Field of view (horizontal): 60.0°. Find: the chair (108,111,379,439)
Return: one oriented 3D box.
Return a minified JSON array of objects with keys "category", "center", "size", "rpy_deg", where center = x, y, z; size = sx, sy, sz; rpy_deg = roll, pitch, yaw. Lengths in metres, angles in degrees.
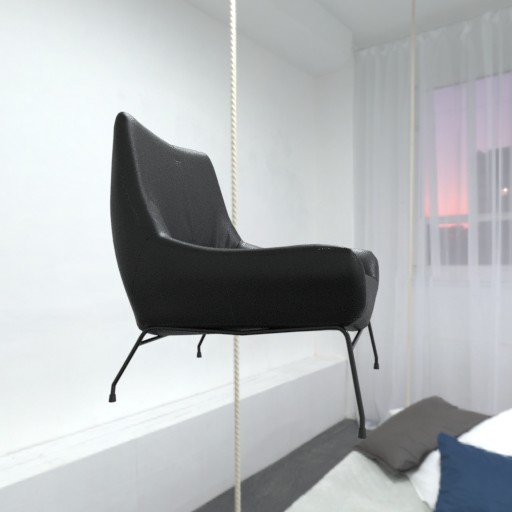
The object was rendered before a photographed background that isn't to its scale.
[{"category":"chair","center":[0.000,0.000,1.594],"size":[0.826,0.922,0.836],"rpy_deg":[0,0,18]}]
